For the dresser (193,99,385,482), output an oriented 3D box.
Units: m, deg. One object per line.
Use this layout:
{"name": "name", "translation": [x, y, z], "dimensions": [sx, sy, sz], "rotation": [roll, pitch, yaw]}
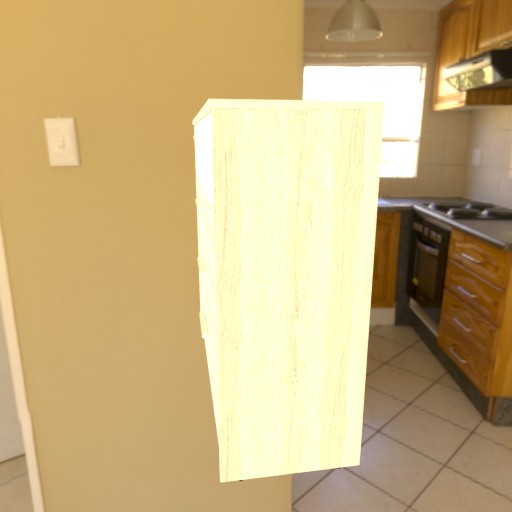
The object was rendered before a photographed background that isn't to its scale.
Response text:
{"name": "dresser", "translation": [0.000, 0.000, 1.474], "dimensions": [0.380, 0.900, 0.980], "rotation": [-2, 15, -9]}
